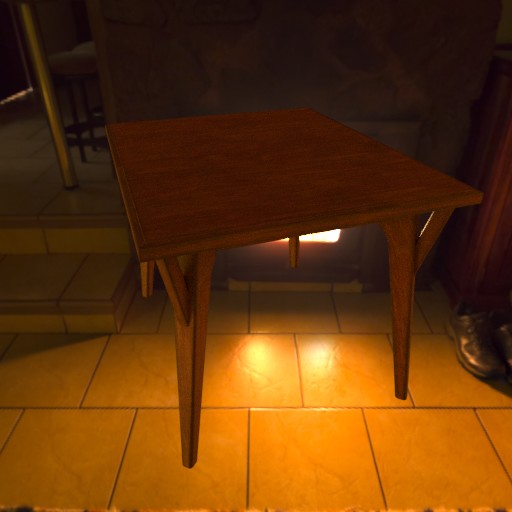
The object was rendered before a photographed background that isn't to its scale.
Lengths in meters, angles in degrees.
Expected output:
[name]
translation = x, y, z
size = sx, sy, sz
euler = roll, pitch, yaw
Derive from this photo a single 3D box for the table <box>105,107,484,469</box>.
[table]
translation = 0.000, 0.000, 1.562
size = 0.838, 0.761, 0.991
euler = -10, 32, -17
